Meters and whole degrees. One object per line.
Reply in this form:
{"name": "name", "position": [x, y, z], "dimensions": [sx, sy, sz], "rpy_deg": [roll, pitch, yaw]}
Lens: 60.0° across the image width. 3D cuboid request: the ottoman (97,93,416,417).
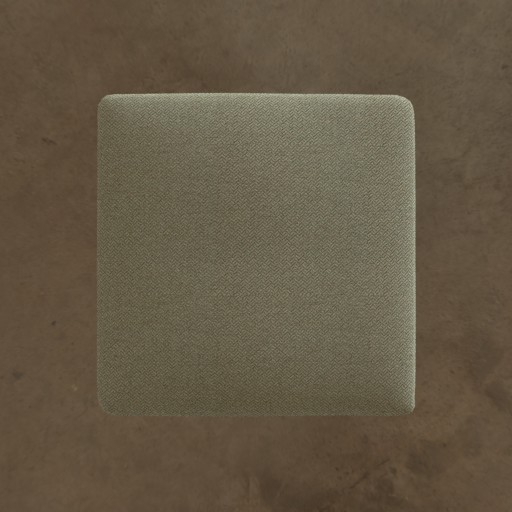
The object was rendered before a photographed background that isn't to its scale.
{"name": "ottoman", "position": [0.000, 0.000, 0.888], "dimensions": [0.512, 0.453, 0.521], "rpy_deg": [0, 90, 0]}
